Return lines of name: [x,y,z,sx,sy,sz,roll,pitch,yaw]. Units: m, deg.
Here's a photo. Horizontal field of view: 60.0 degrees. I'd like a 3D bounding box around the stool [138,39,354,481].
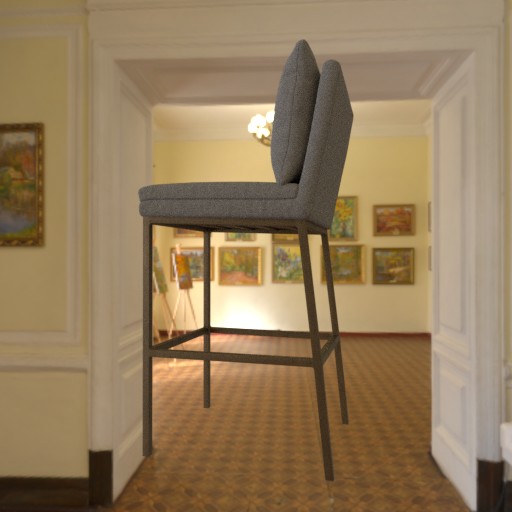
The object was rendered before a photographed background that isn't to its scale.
stool: [0.000,0.000,1.390,0.569,1.132,0.463,0,0,17]
